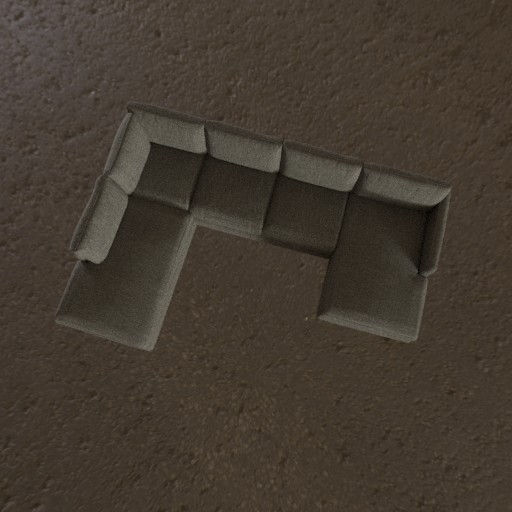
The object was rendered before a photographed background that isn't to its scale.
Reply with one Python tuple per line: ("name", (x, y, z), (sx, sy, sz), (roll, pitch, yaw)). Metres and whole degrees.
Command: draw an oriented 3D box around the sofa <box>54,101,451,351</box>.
("sofa", (0.000, 0.000, 3.526), (2.737, 0.756, 1.879), (15, 76, 4))
